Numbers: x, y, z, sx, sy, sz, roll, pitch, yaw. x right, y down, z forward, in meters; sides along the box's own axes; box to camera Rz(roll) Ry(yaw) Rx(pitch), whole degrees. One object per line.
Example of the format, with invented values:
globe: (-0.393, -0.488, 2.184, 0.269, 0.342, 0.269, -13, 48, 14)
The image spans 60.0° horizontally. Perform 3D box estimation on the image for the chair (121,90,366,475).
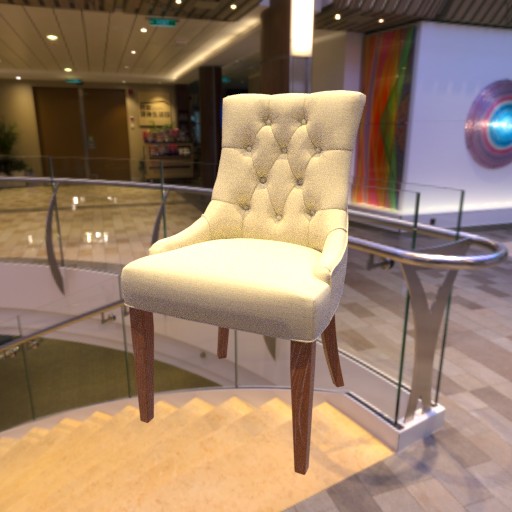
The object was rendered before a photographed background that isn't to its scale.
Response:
chair: (0.000, 0.000, 1.211, 0.509, 0.874, 0.565, 7, 17, 24)
